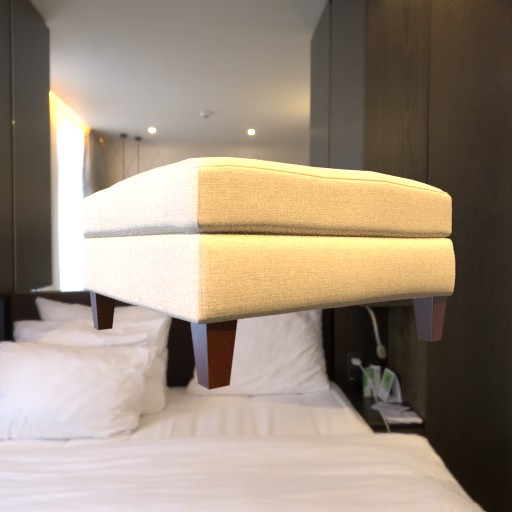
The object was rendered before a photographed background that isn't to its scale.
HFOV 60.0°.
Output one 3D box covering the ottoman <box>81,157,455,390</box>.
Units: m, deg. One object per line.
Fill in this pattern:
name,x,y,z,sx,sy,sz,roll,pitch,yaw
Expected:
ottoman,0.000,0.000,1.355,0.838,0.478,0.838,-1,2,-35
